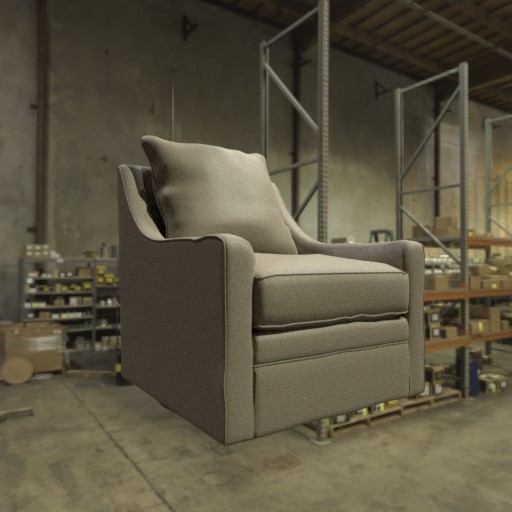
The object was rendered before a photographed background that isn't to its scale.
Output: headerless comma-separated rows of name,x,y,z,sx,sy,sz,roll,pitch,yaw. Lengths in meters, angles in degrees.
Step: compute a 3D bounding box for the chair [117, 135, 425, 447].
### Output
chair,0.000,0.000,1.578,0.760,0.942,0.876,0,-1,-34
